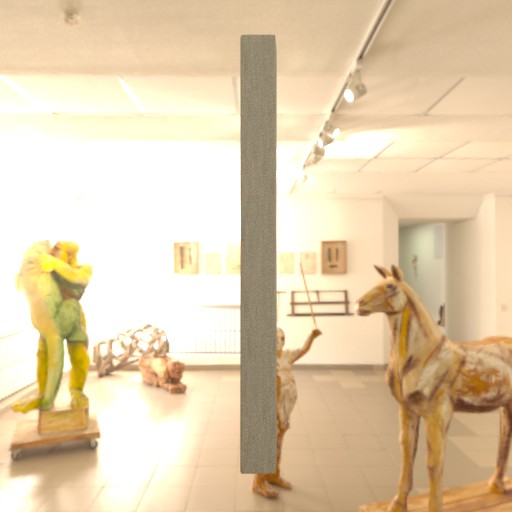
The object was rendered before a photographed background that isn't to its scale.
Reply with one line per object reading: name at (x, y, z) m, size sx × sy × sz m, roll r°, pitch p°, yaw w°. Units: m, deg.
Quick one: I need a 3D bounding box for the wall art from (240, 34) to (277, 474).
wall art at (0.000, 0.000, 0.523) m, size 0.028 × 0.330 × 0.380 m, roll 0°, pitch -1°, yaw -1°
